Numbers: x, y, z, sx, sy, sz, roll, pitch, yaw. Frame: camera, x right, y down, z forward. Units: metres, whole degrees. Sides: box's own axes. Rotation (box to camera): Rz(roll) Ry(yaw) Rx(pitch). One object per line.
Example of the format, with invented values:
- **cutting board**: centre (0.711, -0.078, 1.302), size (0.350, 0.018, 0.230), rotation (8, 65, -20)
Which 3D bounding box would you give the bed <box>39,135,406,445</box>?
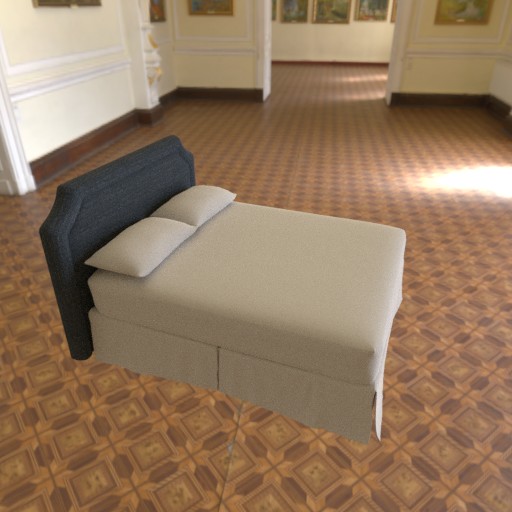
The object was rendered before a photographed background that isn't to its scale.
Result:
- **bed**: centre (0.000, 0.000, 3.320), size (2.208, 1.297, 1.828), rotation (11, 31, 19)
